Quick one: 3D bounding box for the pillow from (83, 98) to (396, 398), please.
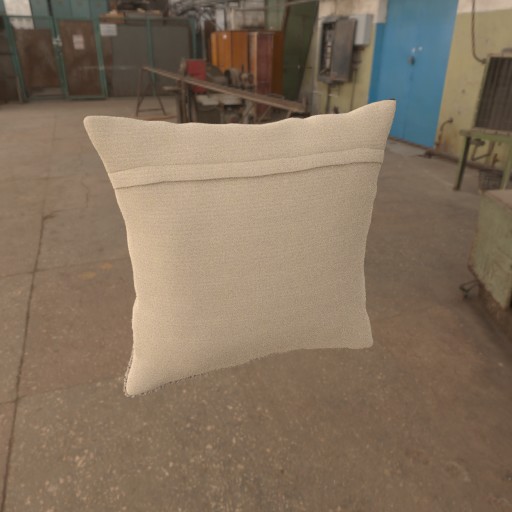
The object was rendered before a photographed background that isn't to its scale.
[{"bbox_3d":[0.000,0.000,0.728,0.475,0.473,0.178,-8,27,-17],"label":"pillow"}]
